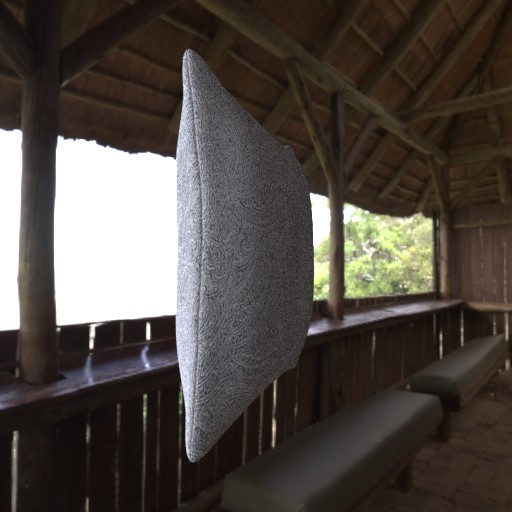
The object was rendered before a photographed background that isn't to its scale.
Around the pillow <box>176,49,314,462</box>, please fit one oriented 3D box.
[{"bbox_3d":[0.000,0.000,0.780,0.166,0.510,0.523,0,0,18],"label":"pillow"}]
